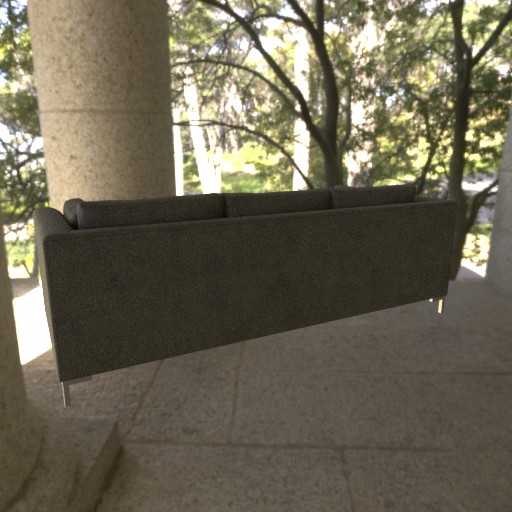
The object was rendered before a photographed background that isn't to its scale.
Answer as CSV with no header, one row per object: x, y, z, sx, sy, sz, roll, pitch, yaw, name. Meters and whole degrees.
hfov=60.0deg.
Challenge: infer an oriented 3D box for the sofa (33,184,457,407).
0.000,0.000,2.770,2.415,0.867,0.969,-7,16,-27,sofa
